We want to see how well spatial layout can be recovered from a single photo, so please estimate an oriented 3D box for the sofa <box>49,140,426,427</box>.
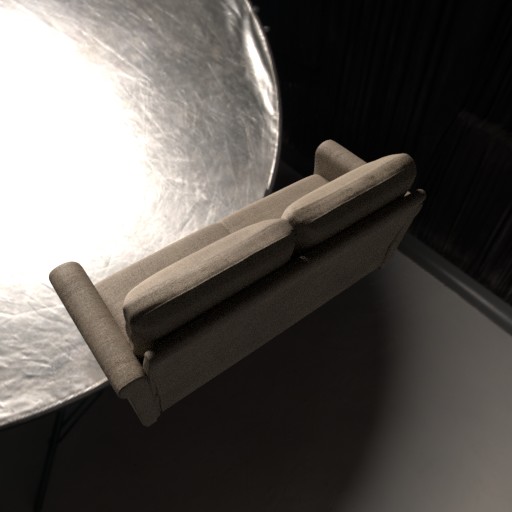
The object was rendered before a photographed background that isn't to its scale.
[{"bbox_3d":[0.000,0.000,2.436,1.935,0.942,0.842,-29,54,-24],"label":"sofa"}]
